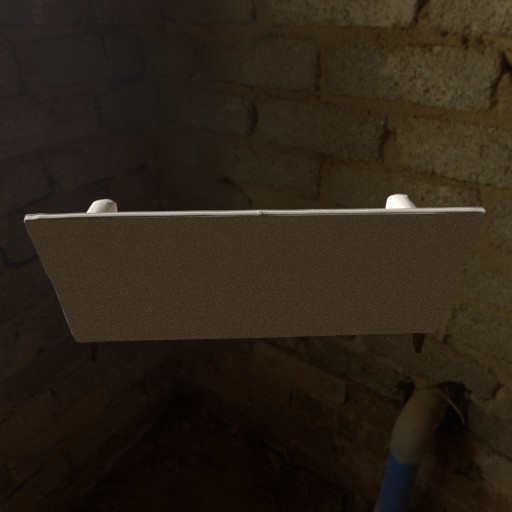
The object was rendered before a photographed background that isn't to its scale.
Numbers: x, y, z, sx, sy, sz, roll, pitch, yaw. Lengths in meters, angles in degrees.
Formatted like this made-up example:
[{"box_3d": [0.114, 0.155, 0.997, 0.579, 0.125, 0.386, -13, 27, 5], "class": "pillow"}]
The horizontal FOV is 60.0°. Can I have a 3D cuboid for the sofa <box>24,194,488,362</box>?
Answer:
[{"box_3d": [0.000, 0.000, 2.470, 2.001, 0.907, 0.841, -1, 30, -2], "class": "sofa"}]
